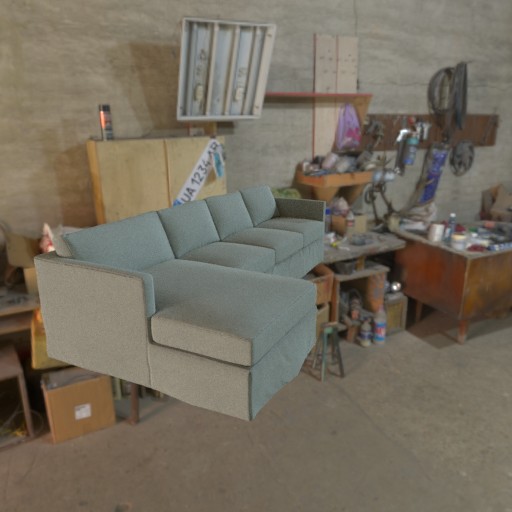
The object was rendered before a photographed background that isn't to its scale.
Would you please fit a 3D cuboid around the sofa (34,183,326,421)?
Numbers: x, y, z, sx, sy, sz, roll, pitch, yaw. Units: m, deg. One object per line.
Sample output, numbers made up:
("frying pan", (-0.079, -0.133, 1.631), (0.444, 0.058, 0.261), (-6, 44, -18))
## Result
("sofa", (0.000, 0.000, 3.930), (1.650, 0.922, 3.205), (8, 18, 26))
